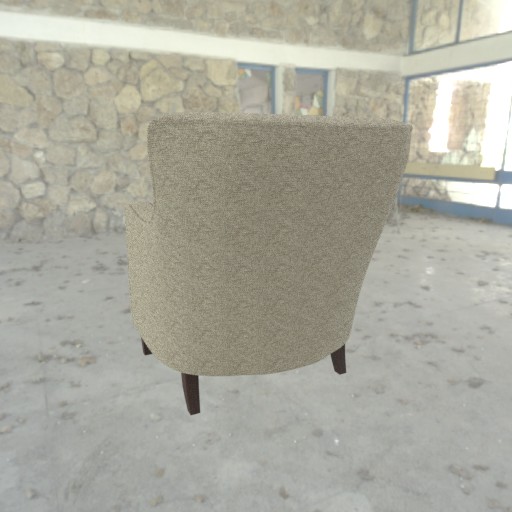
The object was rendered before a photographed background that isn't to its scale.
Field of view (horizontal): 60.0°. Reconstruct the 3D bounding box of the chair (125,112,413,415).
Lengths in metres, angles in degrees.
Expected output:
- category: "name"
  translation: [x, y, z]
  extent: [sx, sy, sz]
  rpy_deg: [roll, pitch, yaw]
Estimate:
- category: "chair"
  translation: [0.000, 0.000, 1.602]
  extent: [0.820, 0.920, 0.910]
  rpy_deg: [-7, 15, -26]
